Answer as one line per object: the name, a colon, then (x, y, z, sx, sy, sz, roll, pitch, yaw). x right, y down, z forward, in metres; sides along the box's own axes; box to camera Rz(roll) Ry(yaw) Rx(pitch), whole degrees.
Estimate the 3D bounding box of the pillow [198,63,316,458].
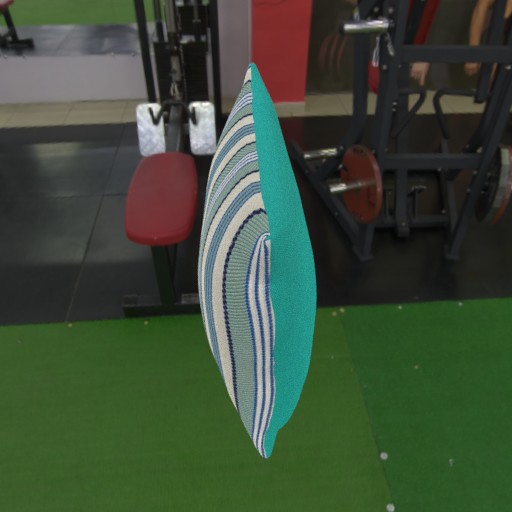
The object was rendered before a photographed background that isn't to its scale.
pillow: (0.000, 0.000, 0.683, 0.182, 0.441, 0.440, -1, 42, -2)
